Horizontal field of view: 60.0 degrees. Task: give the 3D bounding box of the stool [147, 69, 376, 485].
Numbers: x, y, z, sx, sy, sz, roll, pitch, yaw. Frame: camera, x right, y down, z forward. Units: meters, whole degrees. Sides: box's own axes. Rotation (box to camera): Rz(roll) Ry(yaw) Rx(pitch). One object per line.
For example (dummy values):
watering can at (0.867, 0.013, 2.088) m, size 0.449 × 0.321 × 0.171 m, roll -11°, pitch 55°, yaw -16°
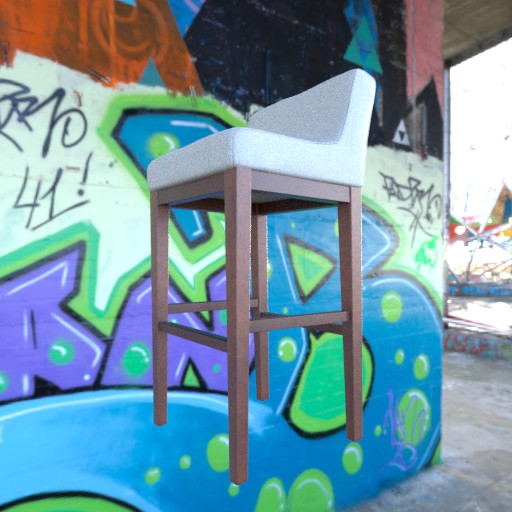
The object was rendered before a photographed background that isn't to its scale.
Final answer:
stool at (0.000, 0.000, 1.312) m, size 0.500 × 1.037 × 0.511 m, roll 0°, pitch 0°, yaw -36°
